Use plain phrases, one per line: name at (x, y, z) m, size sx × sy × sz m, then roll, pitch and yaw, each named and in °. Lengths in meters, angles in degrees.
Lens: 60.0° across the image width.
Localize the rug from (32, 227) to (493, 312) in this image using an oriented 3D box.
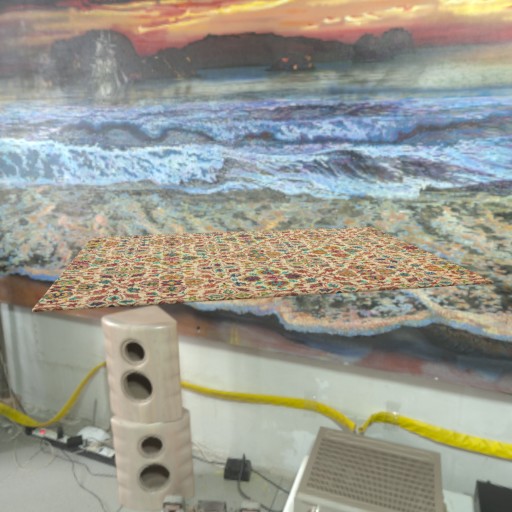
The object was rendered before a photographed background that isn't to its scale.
rug at (0.000, 0.000, 2.310) m, size 1.838 × 0.013 × 1.226 m, roll -3°, pitch 15°, yaw -10°
